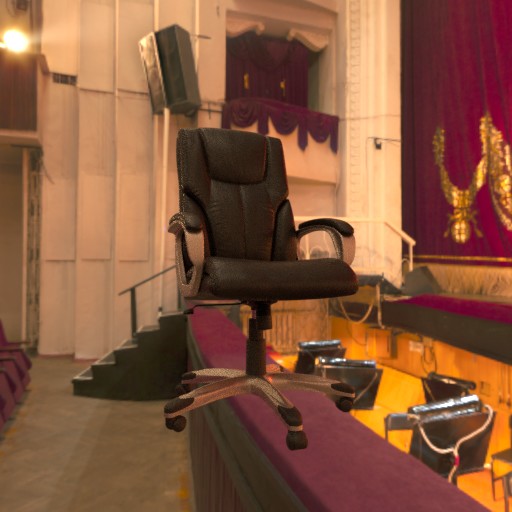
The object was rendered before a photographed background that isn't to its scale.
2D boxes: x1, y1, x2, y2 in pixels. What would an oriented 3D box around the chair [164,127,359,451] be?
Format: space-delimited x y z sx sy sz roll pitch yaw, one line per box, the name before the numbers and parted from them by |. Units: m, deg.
chair | 0.000 0.000 1.649 0.700 1.145 0.780 1 -2 -19
